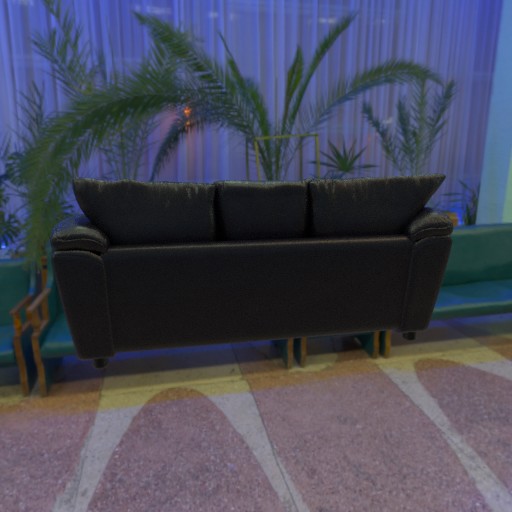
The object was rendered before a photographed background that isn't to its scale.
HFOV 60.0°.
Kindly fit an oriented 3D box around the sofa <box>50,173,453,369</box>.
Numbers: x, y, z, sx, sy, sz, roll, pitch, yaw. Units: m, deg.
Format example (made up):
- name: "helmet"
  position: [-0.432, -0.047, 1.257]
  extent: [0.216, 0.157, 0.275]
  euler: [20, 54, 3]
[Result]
- name: "sofa"
  position: [0.000, 0.000, 2.856]
  extent: [2.336, 1.073, 0.880]
  euler: [-3, 14, -11]
